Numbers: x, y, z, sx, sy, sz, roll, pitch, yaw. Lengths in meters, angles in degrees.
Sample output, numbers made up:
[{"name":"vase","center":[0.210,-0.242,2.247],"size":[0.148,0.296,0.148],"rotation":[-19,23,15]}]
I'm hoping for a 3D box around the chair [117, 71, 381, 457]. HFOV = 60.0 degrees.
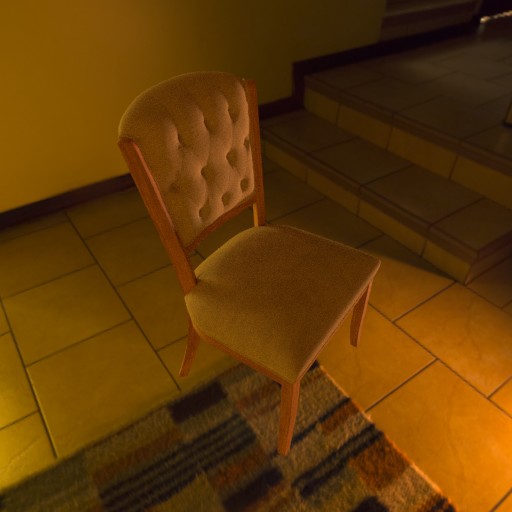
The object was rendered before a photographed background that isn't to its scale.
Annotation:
[{"name":"chair","center":[0.000,0.000,1.284],"size":[0.584,0.905,0.513],"rotation":[24,45,26]}]
